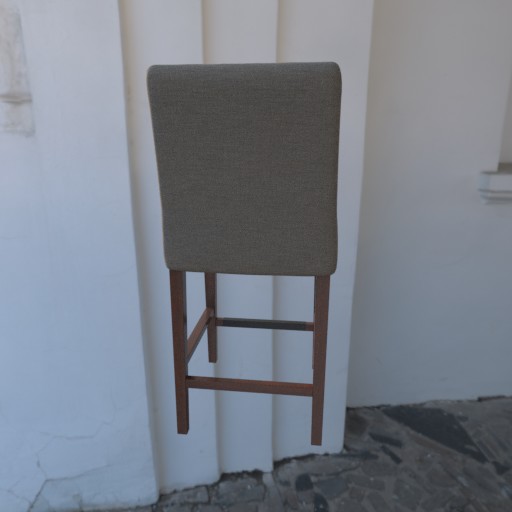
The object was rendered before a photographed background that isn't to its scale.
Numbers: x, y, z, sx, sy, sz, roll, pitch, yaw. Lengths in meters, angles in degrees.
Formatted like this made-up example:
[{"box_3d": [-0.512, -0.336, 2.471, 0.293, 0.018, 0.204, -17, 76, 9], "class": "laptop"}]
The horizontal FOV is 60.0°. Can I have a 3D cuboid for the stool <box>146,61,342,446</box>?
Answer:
[{"box_3d": [0.000, 0.000, 1.299, 0.470, 0.981, 0.577, 2, 16, 7], "class": "stool"}]
